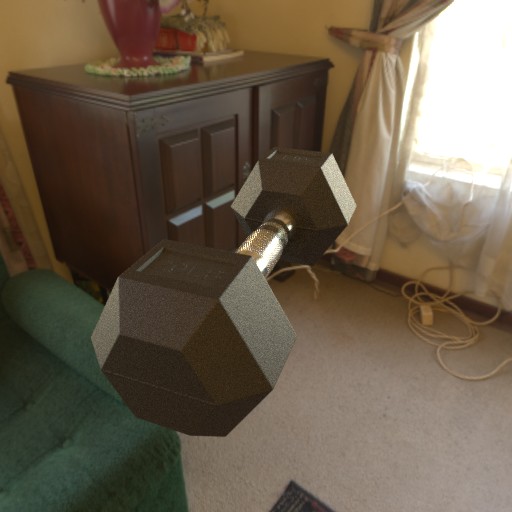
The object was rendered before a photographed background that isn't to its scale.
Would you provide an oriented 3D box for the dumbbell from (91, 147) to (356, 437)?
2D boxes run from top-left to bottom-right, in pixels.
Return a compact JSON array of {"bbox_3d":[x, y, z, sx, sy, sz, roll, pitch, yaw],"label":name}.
[{"bbox_3d":[0.000,0.000,0.354,0.116,0.101,0.297,11,32,18],"label":"dumbbell"}]
